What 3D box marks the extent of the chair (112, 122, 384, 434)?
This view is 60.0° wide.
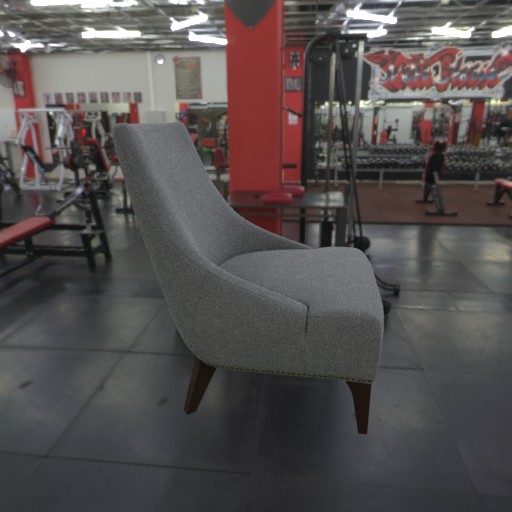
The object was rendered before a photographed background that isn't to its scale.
[{"bbox_3d":[0.000,0.000,1.574,0.861,0.909,0.701,3,17,9],"label":"chair"}]
